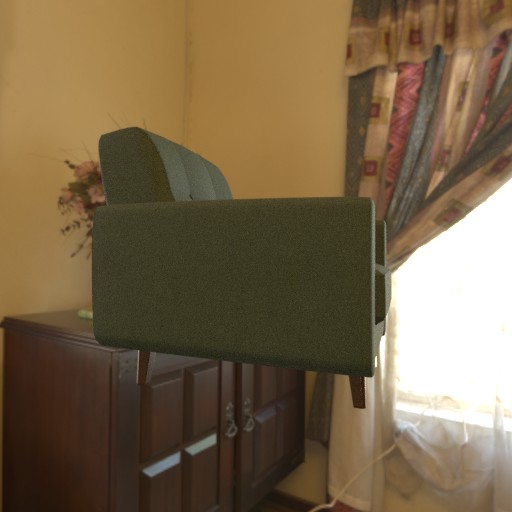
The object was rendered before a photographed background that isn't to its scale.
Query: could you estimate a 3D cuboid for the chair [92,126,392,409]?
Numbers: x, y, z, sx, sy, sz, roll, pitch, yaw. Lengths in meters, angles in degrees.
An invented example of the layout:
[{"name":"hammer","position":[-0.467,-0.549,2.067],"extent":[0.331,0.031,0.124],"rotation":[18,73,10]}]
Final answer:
[{"name":"chair","position":[0.000,0.000,1.582],"extent":[0.909,0.841,0.831],"rotation":[0,0,19]}]
